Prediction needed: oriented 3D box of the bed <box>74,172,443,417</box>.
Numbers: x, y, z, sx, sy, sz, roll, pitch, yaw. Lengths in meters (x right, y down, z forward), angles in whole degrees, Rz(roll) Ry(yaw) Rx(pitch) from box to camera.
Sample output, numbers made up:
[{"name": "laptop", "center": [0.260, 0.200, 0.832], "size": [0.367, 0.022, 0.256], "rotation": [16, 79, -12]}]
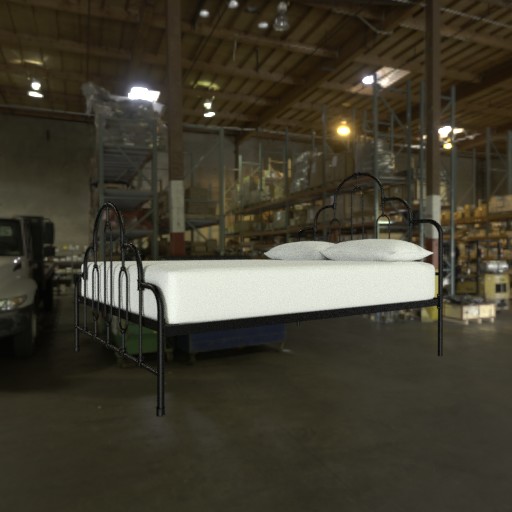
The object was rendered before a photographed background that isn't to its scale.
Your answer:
[{"name": "bed", "center": [0.000, 0.000, 3.244], "size": [2.181, 1.444, 1.626], "rotation": [0, 0, -35]}]
